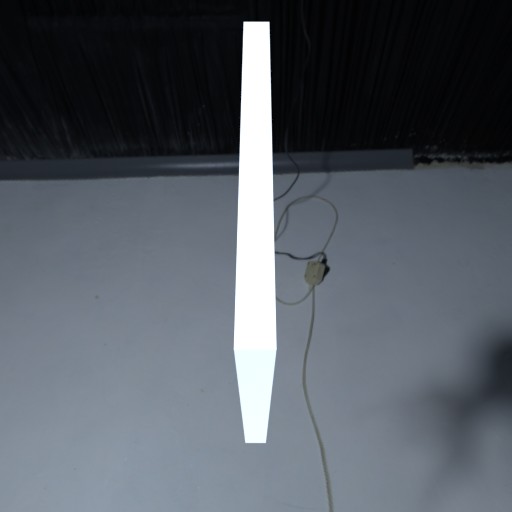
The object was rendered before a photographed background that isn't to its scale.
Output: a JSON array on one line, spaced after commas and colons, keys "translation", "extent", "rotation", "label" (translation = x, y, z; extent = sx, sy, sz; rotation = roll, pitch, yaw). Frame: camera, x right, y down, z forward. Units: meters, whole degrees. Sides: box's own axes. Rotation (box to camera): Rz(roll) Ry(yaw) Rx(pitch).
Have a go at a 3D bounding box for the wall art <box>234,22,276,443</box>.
[{"translation": [0.000, 0.000, 0.742], "extent": [0.038, 0.506, 0.506], "rotation": [0, 58, 0], "label": "wall art"}]
